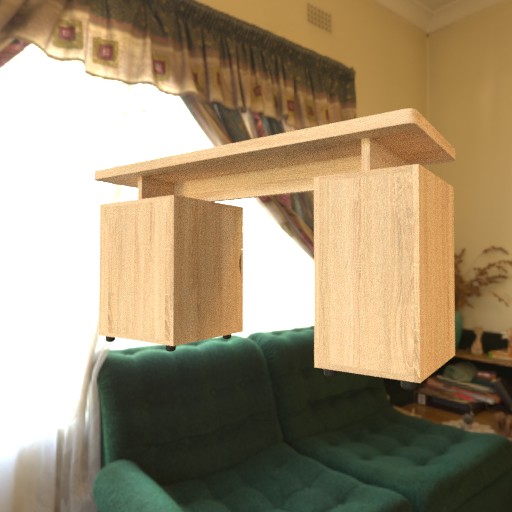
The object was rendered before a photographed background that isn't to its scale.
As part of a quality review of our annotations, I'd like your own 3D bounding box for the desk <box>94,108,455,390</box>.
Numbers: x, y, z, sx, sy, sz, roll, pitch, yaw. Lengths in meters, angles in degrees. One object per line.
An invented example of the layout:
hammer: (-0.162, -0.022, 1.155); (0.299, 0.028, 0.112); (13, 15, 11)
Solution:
desk: (0.000, 0.000, 1.784); (1.400, 0.760, 0.550); (-1, -1, 35)
